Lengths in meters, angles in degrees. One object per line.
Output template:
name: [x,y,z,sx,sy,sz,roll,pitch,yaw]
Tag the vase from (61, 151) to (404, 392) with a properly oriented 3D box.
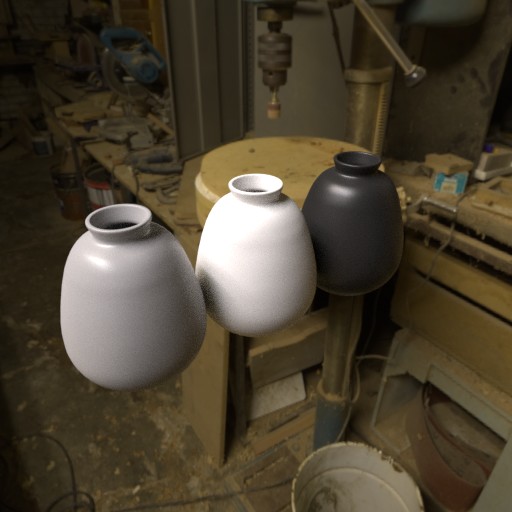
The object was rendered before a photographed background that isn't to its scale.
vase: [0.000,0.000,0.349,0.297,0.122,0.097,-19,36,-28]
